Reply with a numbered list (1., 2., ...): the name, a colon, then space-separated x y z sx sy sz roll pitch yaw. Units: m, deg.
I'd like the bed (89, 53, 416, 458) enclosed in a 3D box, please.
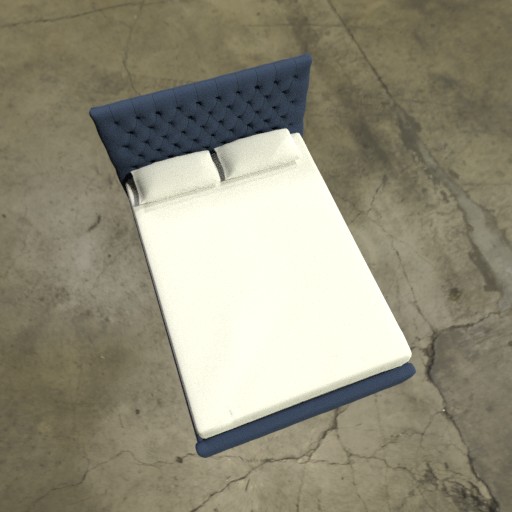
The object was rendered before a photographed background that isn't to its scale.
1. bed: 0.000 0.000 3.400 1.706 1.427 2.387 -18 65 -8
